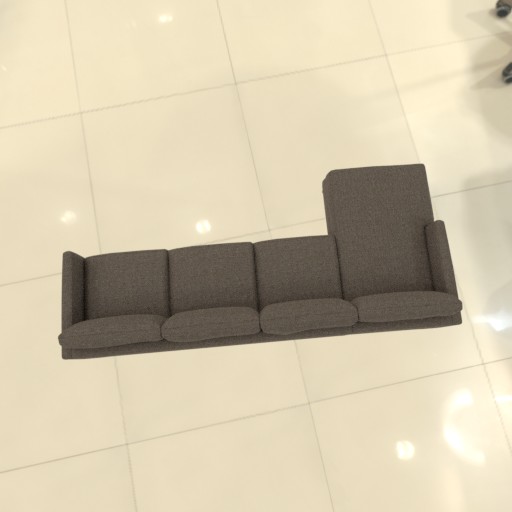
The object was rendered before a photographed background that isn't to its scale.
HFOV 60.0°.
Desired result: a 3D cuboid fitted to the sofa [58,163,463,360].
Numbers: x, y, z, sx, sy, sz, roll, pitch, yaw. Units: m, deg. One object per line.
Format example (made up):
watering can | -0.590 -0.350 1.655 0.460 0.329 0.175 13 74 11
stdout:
sofa | 0.000 0.000 3.248 2.731 0.754 1.258 -5 77 -1
